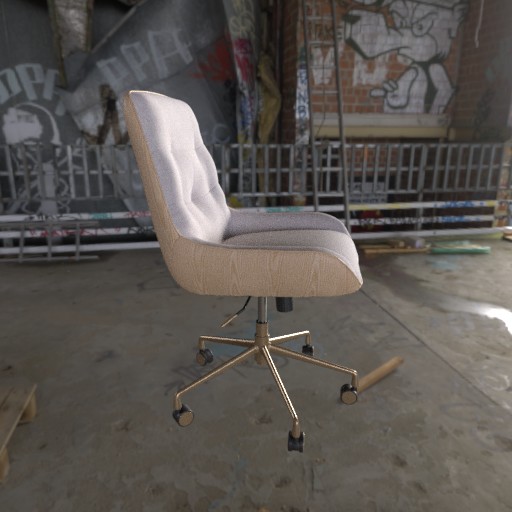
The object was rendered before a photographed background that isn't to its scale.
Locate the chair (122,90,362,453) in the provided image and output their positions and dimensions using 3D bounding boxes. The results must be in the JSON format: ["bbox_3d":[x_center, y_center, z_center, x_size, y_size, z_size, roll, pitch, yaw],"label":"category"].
[{"bbox_3d":[0.000,0.000,1.359,0.668,0.952,0.564,3,16,9],"label":"chair"}]
